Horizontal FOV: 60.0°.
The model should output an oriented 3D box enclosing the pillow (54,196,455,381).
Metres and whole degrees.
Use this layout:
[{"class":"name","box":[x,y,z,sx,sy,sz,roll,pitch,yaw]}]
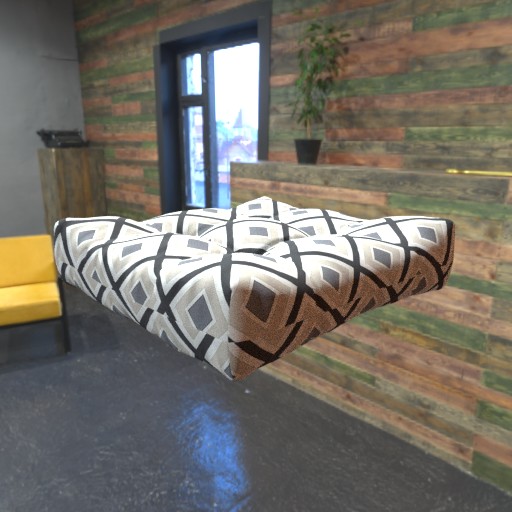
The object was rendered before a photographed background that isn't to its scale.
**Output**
[{"class":"pillow","box":[0.000,0.000,0.723,0.490,0.128,0.468,-13,20,-42]}]
